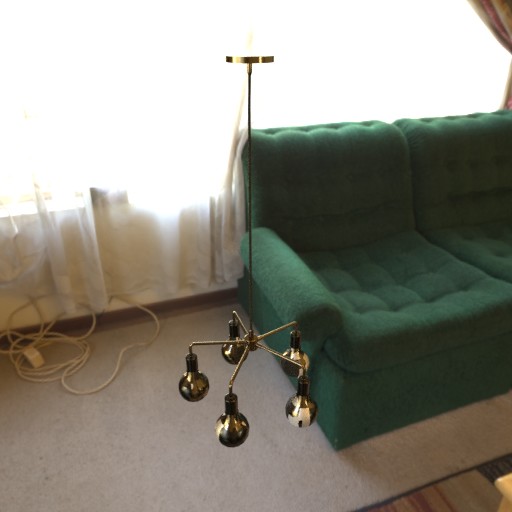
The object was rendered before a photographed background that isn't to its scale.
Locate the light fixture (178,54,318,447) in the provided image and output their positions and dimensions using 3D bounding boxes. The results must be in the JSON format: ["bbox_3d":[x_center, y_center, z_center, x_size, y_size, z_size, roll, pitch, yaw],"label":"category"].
[{"bbox_3d":[0.000,0.000,1.197,0.421,0.988,0.438,-19,32,-33],"label":"light fixture"}]
